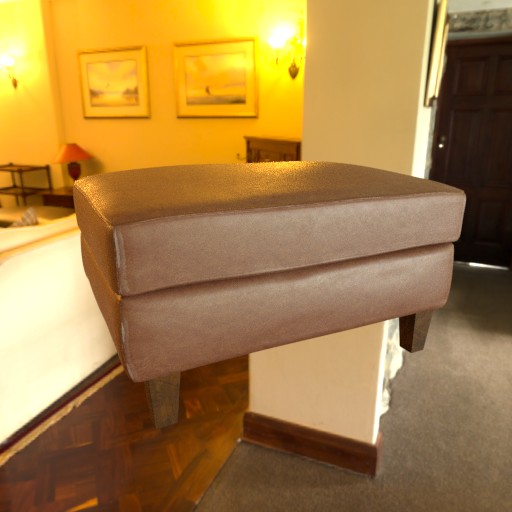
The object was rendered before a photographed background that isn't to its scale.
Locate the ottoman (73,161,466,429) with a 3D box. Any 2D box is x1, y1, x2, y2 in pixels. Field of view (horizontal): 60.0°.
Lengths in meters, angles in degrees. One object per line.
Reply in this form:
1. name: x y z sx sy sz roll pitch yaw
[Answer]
1. ottoman: 0.000 0.000 1.201 0.851 0.485 0.650 -8 19 -25
